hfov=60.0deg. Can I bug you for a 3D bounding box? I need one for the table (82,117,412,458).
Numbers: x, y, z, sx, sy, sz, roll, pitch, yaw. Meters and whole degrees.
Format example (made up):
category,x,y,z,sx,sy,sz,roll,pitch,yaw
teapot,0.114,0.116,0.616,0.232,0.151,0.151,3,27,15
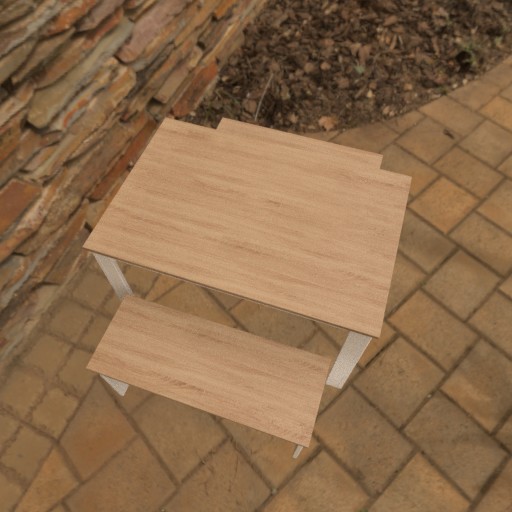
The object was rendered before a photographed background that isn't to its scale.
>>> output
category,x,y,z,sx,sy,sz,roll,pitch,yaw
table,0.000,0.000,2.018,1.100,0.700,1.443,16,60,10
